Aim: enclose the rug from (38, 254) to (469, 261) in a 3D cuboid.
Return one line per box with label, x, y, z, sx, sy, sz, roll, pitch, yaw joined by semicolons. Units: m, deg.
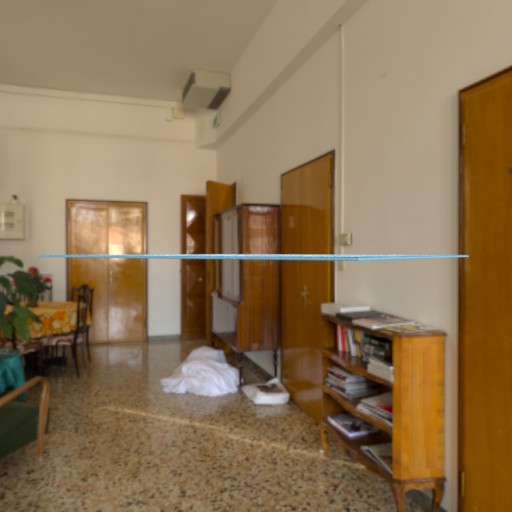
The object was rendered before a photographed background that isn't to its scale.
rug;0.000;0.000;3.884;2.964;0.018;2.350;0;1;37
